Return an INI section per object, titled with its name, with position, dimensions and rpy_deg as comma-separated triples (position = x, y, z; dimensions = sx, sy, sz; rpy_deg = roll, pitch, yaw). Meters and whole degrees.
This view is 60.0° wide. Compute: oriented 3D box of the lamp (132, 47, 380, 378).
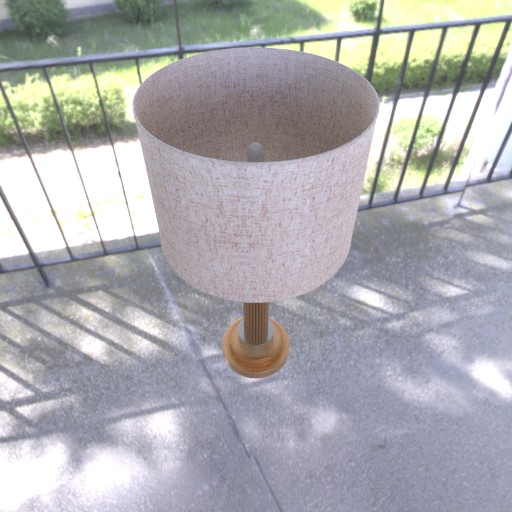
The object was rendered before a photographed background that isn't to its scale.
[lamp]
position = 0.000, 0.000, 0.803
dimensions = 0.321, 0.610, 0.321
rpy_deg = -11, 47, -11
